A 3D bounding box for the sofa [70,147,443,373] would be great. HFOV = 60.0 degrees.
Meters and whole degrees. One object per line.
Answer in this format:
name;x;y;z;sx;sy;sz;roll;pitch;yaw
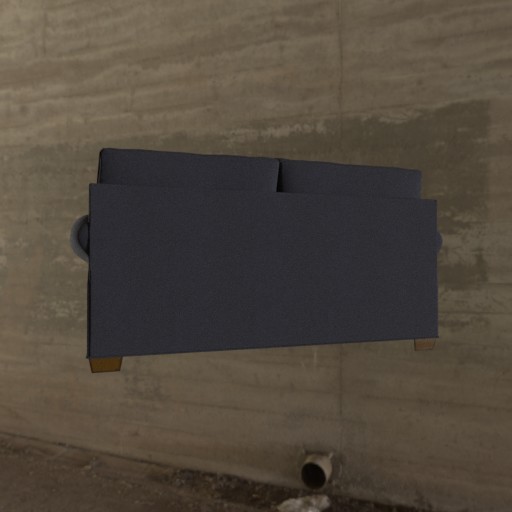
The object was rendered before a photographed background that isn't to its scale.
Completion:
sofa;0.000;0.000;2.604;2.009;1.031;0.951;0;-1;-17
